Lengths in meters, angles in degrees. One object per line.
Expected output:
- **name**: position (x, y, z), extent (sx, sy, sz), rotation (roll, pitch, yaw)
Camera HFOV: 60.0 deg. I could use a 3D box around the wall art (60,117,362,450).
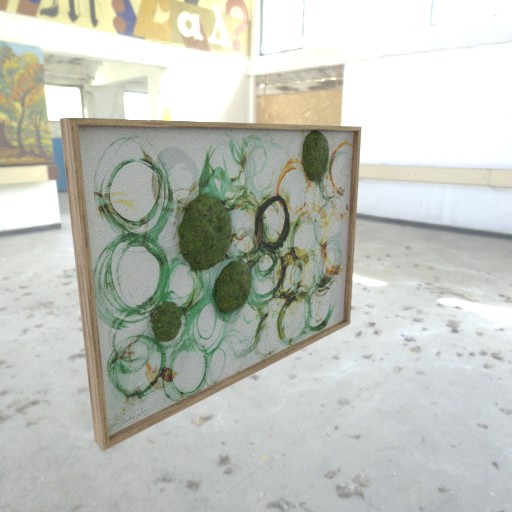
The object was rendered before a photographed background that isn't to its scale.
- **wall art**: position (0.000, 0.000, 1.063), extent (0.063, 0.609, 0.841), rotation (14, 21, 43)
